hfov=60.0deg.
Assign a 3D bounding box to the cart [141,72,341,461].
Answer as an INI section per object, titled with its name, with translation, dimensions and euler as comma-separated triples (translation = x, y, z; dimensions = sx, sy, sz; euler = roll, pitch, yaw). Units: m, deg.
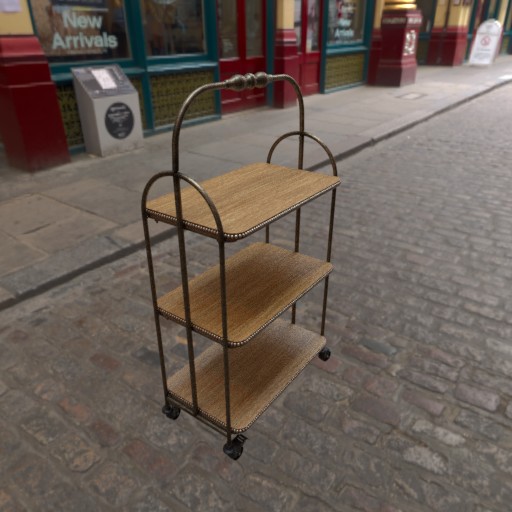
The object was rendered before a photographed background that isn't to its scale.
[cart]
translation = 0.000, 0.000, 1.371
dimensions = 0.330, 1.052, 0.650
euler = 18, 32, 32
